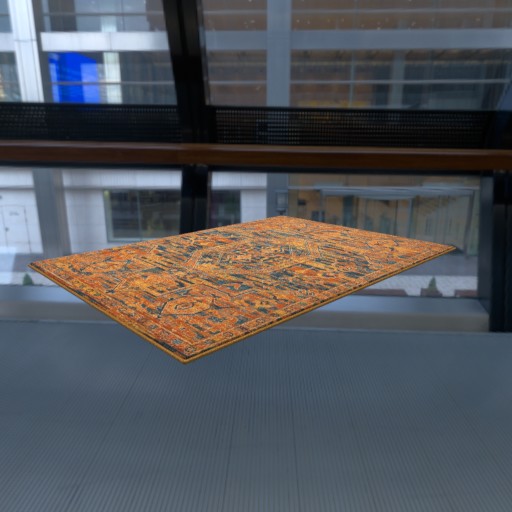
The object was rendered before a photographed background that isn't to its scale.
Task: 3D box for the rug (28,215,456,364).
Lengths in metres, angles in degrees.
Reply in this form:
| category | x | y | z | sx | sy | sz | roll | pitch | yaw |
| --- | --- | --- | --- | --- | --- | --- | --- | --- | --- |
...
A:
| category | x | y | z | sx | sy | sz | roll | pitch | yaw |
| --- | --- | --- | --- | --- | --- | --- | --- | --- | --- |
| rug | 0.000 | 0.000 | 2.790 | 2.204 | 0.024 | 1.588 | -15 | 21 | -42 |
